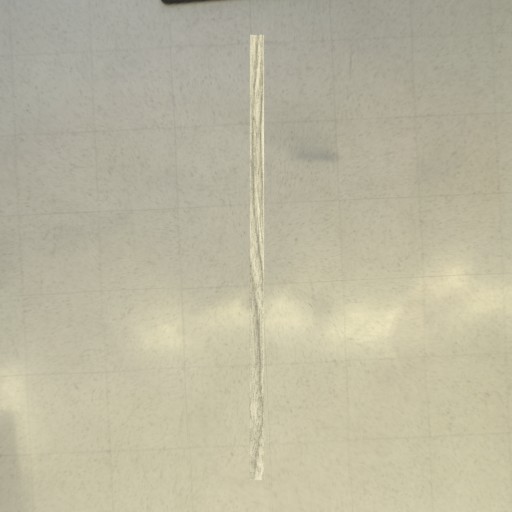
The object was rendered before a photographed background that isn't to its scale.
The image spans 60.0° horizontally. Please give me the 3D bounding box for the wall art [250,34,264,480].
[{"bbox_3d":[0.000,0.000,0.757,0.016,0.507,0.508,0,90,0],"label":"wall art"}]
